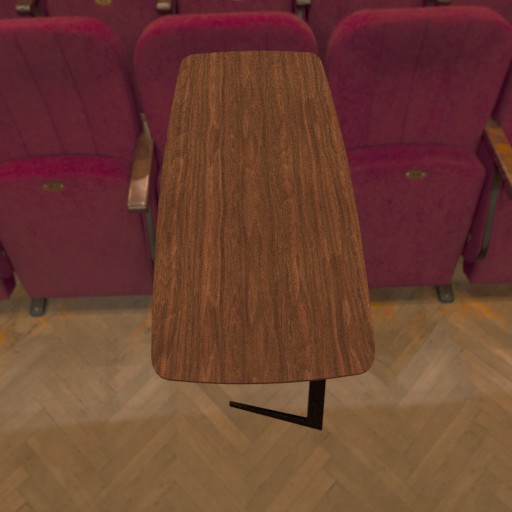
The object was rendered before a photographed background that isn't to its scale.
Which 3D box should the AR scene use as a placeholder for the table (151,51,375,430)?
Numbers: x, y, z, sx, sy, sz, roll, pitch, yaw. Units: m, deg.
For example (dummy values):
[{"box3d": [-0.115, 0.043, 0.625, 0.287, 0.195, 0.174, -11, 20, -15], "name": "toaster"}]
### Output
[{"box3d": [0.000, 0.000, 1.089, 0.361, 0.576, 0.804, -1, 57, -1], "name": "table"}]
